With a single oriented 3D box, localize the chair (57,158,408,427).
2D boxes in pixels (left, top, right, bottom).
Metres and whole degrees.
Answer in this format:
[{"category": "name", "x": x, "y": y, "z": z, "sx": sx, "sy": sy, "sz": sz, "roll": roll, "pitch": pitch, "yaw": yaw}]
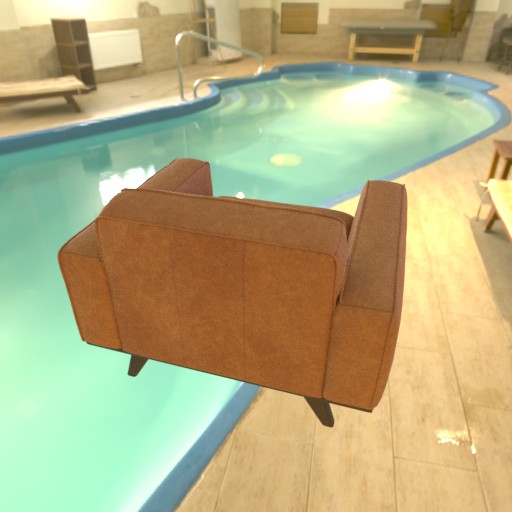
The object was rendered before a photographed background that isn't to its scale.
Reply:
[{"category": "chair", "x": 0.000, "y": 0.000, "z": 1.770, "sx": 1.118, "sy": 0.782, "sz": 0.952, "roll": 9, "pitch": 34, "yaw": 14}]
